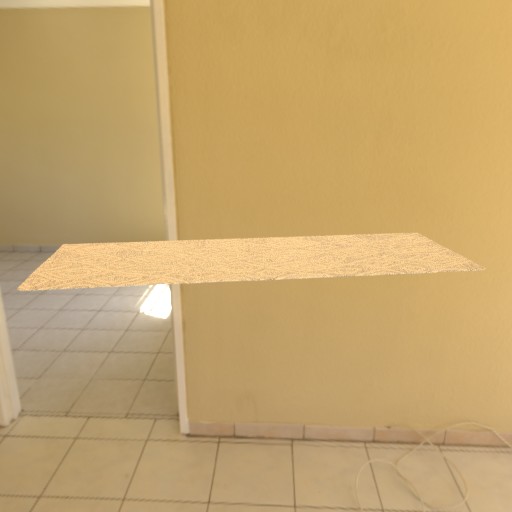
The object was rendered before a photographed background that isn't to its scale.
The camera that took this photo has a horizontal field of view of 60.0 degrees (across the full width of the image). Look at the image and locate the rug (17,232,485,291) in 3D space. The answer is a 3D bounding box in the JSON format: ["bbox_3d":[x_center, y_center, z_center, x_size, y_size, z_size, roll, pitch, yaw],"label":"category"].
[{"bbox_3d":[0.000,0.000,2.649,2.436,0.013,0.807,-2,17,-7],"label":"rug"}]
